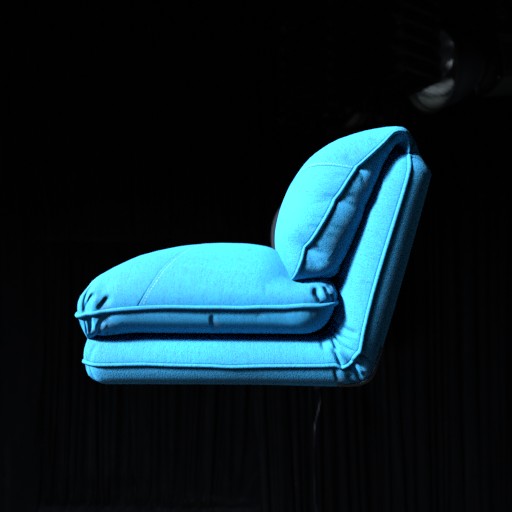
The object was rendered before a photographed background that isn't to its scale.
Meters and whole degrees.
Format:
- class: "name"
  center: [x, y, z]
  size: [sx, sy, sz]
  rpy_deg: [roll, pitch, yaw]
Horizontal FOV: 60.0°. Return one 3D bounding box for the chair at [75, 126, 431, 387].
- class: "chair"
  center: [0.000, 0.000, 1.332]
  size: [0.780, 0.580, 0.820]
  rpy_deg: [0, 0, 2]
